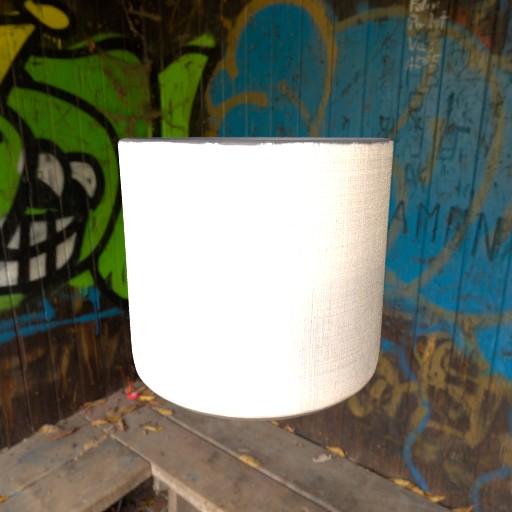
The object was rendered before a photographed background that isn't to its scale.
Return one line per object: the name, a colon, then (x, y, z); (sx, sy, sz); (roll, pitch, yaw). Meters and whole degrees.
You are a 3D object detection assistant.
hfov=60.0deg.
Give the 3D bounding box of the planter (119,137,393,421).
planter: (0.000, 0.000, 0.390); (0.221, 0.201, 0.221); (0, 15, 0)
